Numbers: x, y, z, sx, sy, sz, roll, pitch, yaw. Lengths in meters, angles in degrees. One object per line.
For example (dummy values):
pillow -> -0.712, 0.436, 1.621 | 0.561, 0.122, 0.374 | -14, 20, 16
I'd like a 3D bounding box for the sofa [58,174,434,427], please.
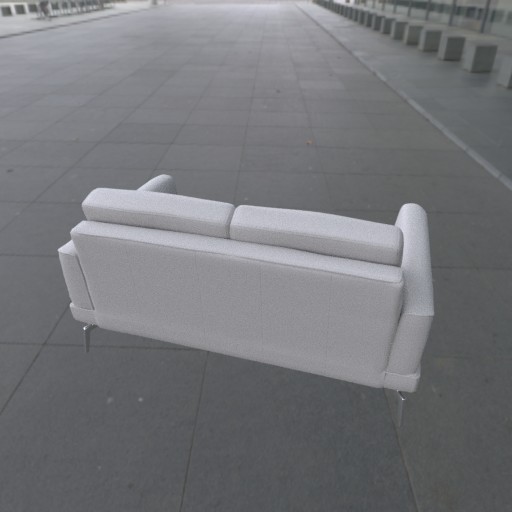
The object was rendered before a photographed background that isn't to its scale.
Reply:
sofa -> 0.000, 0.000, 2.478 | 1.819, 0.930, 1.121 | 9, 33, 14
